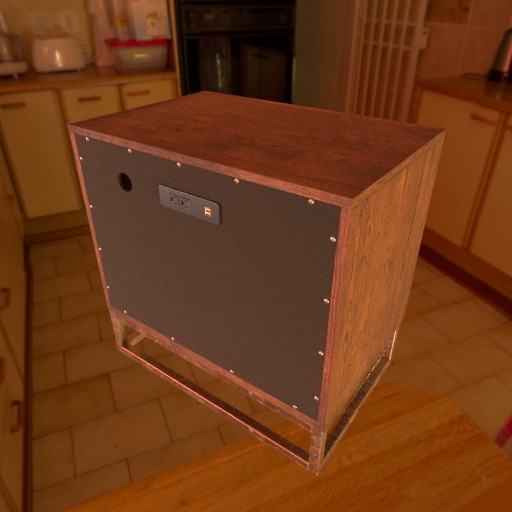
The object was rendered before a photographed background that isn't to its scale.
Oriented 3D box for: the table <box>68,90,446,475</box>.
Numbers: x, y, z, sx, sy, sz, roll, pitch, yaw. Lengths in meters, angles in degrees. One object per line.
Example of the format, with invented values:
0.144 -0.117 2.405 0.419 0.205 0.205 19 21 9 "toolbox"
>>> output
0.000 0.000 1.274 0.767 0.746 0.542 21 37 30 "table"
